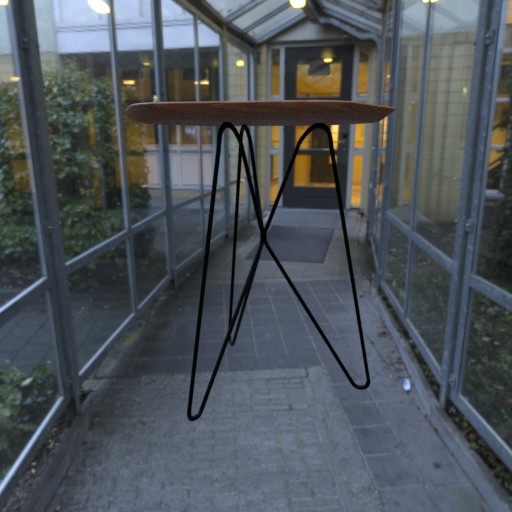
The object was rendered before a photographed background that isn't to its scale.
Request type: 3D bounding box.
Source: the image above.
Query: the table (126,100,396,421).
[{"bbox_3d":[0.000,0.000,0.894,0.500,0.562,0.400,2,15,9],"label":"table"}]
